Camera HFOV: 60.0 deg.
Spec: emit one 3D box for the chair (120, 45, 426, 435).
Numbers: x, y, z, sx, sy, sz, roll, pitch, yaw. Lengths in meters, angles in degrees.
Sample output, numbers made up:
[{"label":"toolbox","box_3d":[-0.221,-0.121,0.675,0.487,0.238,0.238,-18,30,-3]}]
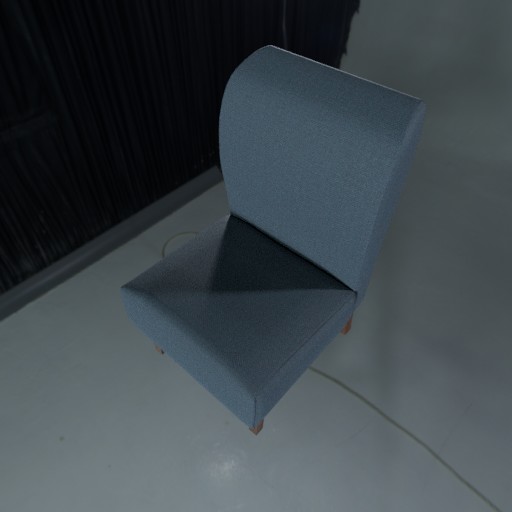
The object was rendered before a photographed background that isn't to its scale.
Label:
[{"label":"chair","box_3d":[0.000,0.000,1.167,0.513,0.804,0.592,32,55,26]}]
